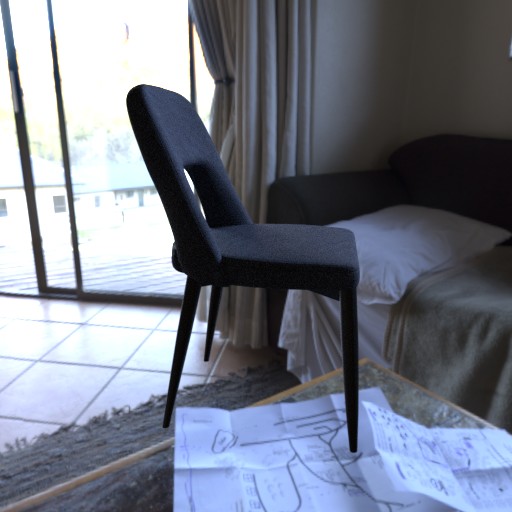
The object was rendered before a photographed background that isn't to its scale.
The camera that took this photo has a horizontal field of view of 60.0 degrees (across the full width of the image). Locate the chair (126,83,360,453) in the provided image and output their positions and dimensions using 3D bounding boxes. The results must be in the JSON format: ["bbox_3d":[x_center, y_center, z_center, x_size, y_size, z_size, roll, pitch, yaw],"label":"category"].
[{"bbox_3d":[0.000,0.000,1.283,0.612,0.931,0.470,3,16,10],"label":"chair"}]
